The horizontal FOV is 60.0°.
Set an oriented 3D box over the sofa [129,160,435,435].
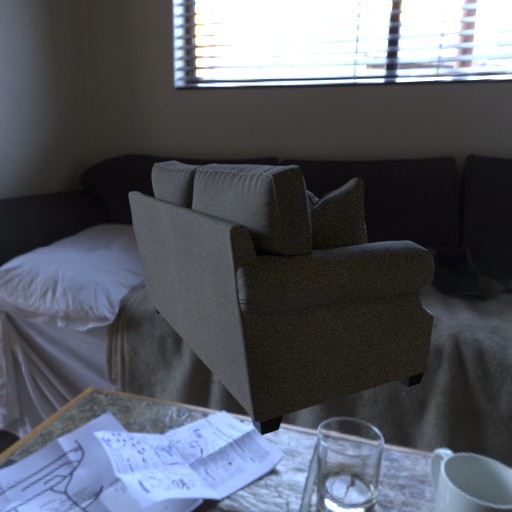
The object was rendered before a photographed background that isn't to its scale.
[{"bbox_3d":[0.000,0.000,2.320,0.966,0.966,1.701,-7,14,-27],"label":"sofa"}]
